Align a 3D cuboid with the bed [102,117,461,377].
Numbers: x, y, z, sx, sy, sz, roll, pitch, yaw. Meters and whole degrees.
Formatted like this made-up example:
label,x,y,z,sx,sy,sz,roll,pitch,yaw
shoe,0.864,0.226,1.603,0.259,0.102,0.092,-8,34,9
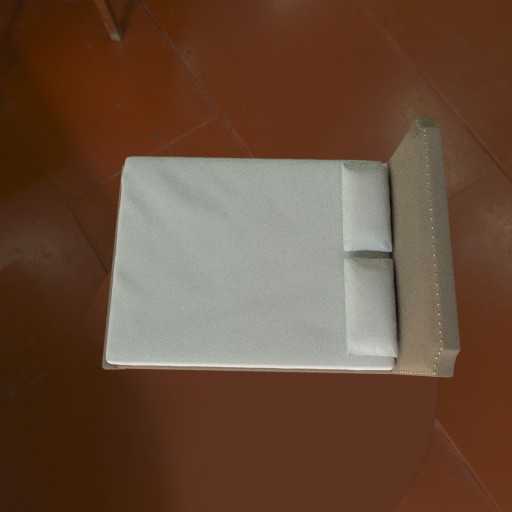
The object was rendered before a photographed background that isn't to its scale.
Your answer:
label,x,y,z,sx,sy,sz,roll,pitch,yaw
bed,0.000,0.000,3.341,2.329,1.415,1.703,1,76,0
